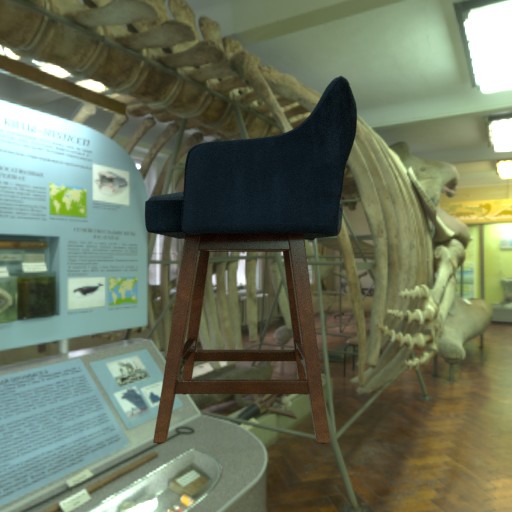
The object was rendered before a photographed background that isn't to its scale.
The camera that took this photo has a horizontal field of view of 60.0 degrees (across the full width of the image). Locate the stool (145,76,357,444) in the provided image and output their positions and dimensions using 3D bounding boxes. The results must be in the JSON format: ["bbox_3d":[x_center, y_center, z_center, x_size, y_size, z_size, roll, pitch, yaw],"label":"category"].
[{"bbox_3d":[0.000,0.000,1.315,0.560,0.940,0.550,0,0,0],"label":"stool"}]
